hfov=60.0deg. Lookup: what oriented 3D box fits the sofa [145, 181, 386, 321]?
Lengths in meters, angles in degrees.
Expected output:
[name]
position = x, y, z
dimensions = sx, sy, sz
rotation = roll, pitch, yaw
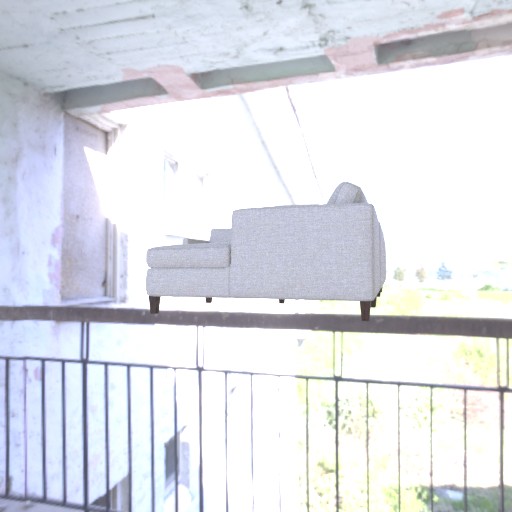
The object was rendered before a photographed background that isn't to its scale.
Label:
[sofa]
position = 0.000, 0.000, 4.610
dimensions = 2.551, 0.889, 3.403
rotation = 0, -2, 17
